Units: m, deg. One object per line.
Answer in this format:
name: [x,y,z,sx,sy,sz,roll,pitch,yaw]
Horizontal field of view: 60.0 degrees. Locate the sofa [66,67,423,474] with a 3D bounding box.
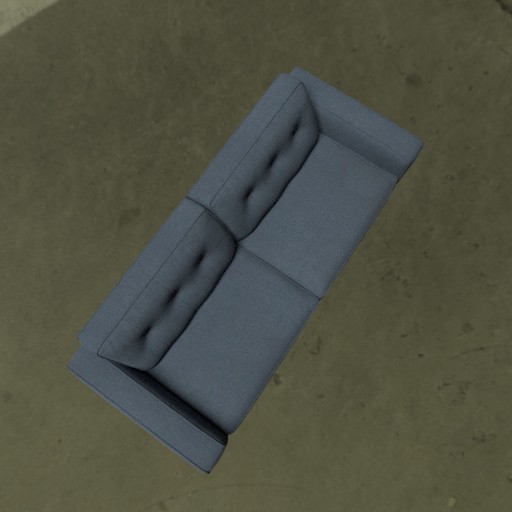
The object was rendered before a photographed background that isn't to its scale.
sofa: [0.000,0.000,2.678,0.953,0.782,2.270,34,78,8]
